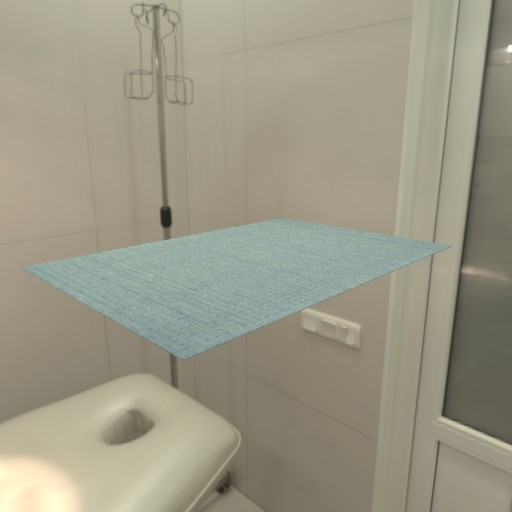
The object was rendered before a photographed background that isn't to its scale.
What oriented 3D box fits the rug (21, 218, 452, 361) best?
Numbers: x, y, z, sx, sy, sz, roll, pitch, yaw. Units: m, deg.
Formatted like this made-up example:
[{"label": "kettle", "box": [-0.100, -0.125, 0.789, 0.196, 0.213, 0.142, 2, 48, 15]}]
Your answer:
[{"label": "rug", "box": [0.000, 0.000, 3.567, 1.982, 0.006, 2.895, 14, 21, 43]}]
